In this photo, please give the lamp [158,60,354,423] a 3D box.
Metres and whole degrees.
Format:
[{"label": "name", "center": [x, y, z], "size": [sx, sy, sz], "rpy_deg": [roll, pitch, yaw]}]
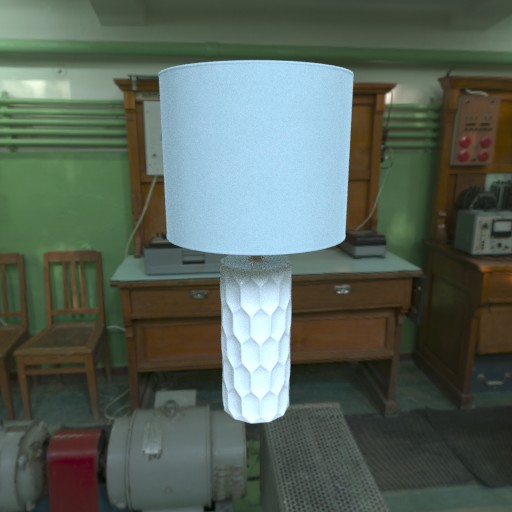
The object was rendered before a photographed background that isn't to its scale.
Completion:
[{"label": "lamp", "center": [0.000, 0.000, 0.708], "size": [0.277, 0.534, 0.277], "rpy_deg": [-2, 15, -7]}]
